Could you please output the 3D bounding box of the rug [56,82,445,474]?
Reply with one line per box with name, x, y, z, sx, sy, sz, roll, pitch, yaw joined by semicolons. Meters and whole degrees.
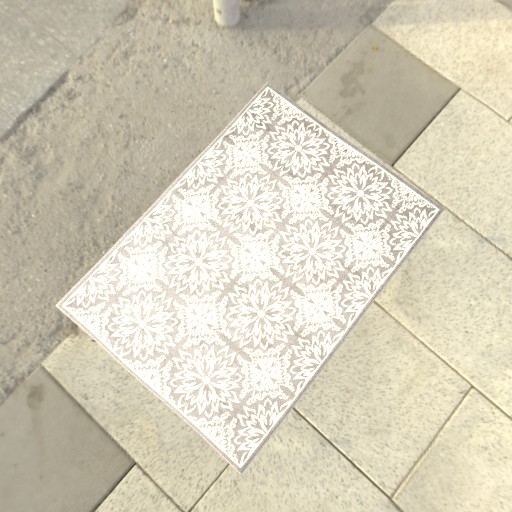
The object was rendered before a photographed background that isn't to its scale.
rug;0.000;0.000;3.014;1.608;0.014;2.213;39;79;9
